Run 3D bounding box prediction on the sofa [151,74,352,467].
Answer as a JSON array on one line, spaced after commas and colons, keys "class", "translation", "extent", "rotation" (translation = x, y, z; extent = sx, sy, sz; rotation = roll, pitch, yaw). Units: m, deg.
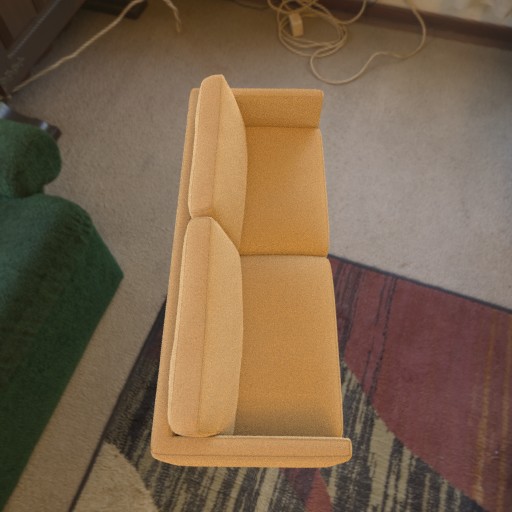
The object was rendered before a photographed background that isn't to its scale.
[{"class": "sofa", "translation": [0.000, 0.000, 2.768], "extent": [0.951, 0.968, 2.361], "rotation": [1, 62, 0]}]
